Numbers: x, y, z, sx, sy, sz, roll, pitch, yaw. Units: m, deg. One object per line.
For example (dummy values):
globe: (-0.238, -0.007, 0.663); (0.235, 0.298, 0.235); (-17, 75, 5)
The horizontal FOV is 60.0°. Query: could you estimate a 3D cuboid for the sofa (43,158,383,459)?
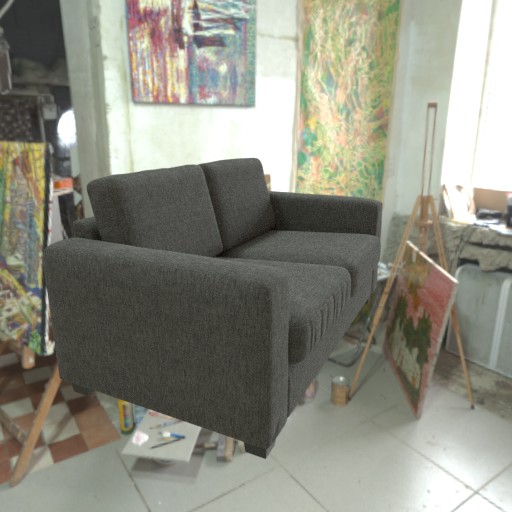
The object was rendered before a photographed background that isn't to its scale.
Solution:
sofa: (0.000, 0.000, 1.991); (0.900, 0.800, 1.520); (8, 18, 25)
